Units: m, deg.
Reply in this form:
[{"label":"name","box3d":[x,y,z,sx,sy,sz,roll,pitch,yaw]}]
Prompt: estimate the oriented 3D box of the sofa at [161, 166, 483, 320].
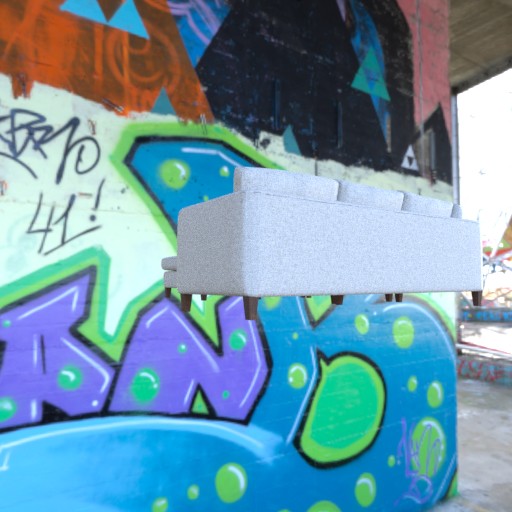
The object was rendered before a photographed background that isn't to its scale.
[{"label":"sofa","box3d":[0.000,0.000,4.617,2.593,0.959,3.460,2,-4,-35]}]
